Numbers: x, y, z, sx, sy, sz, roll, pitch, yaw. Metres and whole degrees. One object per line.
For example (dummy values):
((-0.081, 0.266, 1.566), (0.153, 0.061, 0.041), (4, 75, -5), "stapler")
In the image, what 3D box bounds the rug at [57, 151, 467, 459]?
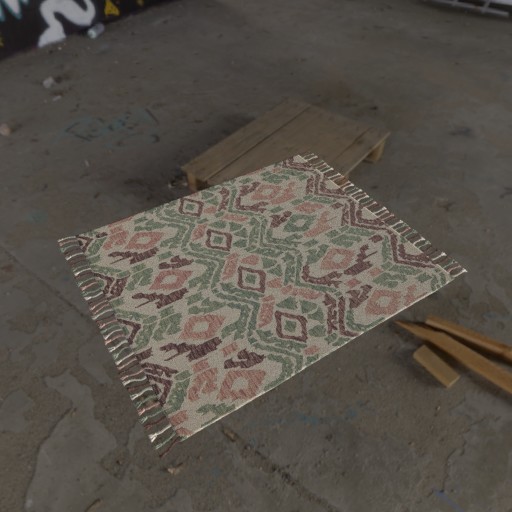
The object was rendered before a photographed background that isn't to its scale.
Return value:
((0.000, 0.000, 4.145), (3.048, 0.010, 2.438), (-24, 50, -22), "rug")
